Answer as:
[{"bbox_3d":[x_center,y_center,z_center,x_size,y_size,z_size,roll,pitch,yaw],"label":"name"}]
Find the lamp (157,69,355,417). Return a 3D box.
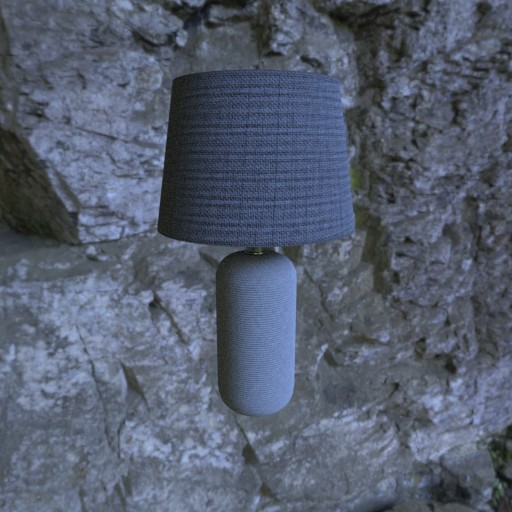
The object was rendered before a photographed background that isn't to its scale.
[{"bbox_3d":[0.000,0.000,0.586,0.251,0.429,0.251,0,14,0],"label":"lamp"}]
